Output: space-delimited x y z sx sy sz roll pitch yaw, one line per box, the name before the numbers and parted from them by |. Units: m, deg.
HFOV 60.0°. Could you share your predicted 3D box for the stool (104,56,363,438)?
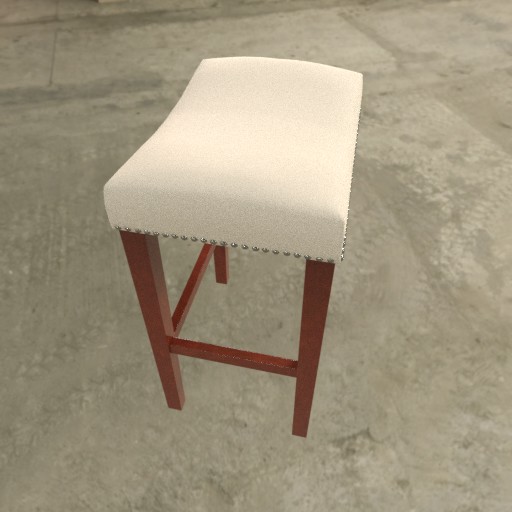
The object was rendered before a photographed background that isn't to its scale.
stool | 0.000 0.000 1.036 0.372 0.742 0.504 9 46 9
